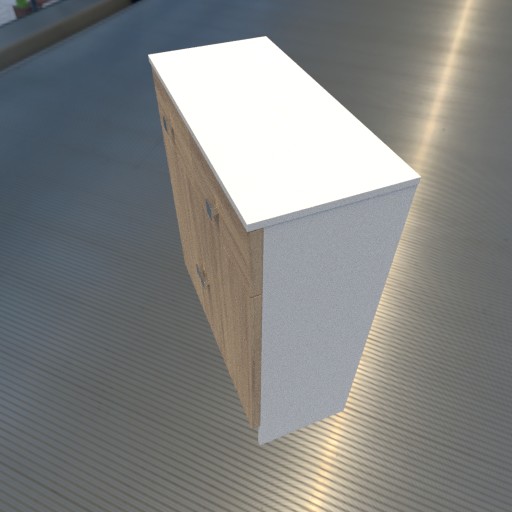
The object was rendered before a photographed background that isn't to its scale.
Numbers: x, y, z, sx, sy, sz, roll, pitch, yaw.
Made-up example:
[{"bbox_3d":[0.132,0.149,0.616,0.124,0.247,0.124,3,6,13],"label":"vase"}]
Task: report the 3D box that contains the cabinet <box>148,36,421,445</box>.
[{"bbox_3d":[0.000,0.000,1.119,0.296,0.815,0.600,-16,49,-15],"label":"cabinet"}]
